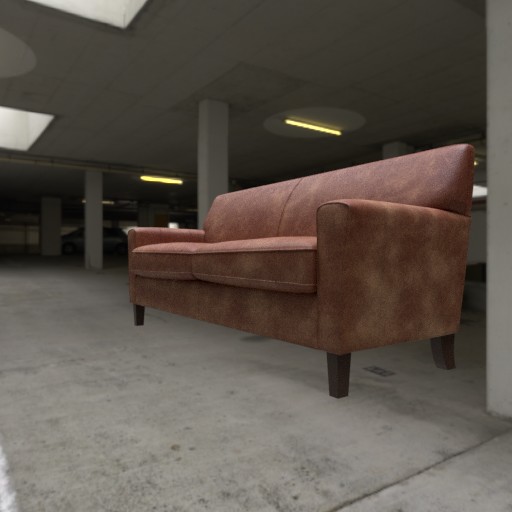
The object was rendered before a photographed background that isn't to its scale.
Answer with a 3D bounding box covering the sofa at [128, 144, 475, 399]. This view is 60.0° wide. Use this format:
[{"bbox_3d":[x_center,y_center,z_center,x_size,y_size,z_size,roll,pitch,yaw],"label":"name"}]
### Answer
[{"bbox_3d":[0.000,0.000,2.445,0.805,0.947,2.053,0,0,-35],"label":"sofa"}]
